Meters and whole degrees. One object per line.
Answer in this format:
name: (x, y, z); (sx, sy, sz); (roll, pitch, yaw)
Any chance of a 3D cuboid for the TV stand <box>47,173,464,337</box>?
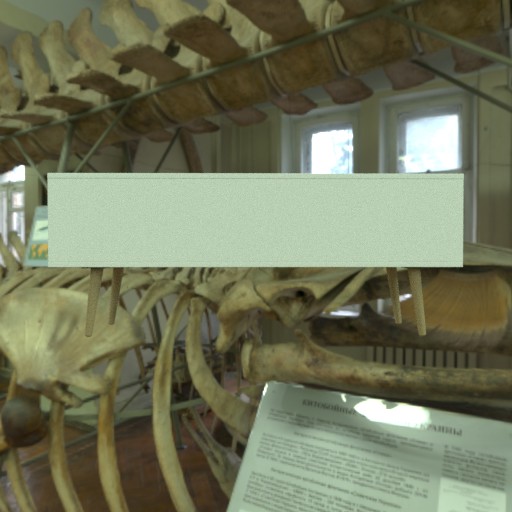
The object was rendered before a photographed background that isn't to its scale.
TV stand: (0.000, 0.000, 1.691); (1.398, 0.560, 0.401); (0, 1, -1)
